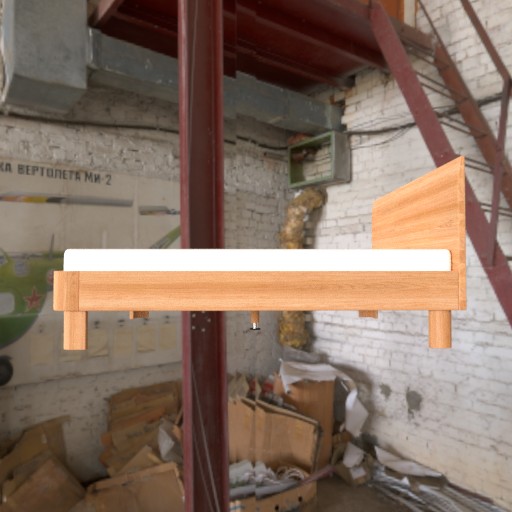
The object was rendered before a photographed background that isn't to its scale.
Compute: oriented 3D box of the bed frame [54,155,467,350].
[{"bbox_3d":[0.000,0.000,2.849,1.992,0.940,1.472,0,-1,-1],"label":"bed frame"}]
